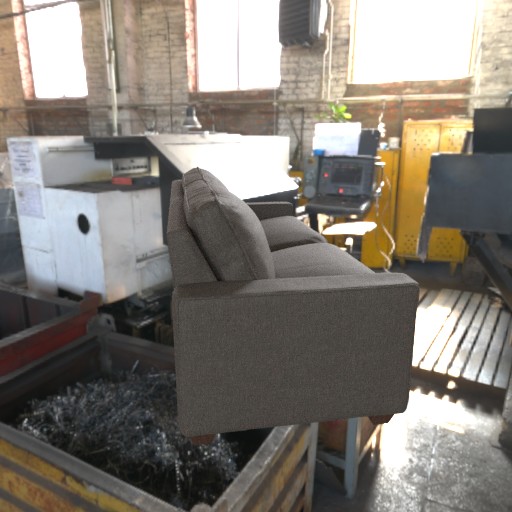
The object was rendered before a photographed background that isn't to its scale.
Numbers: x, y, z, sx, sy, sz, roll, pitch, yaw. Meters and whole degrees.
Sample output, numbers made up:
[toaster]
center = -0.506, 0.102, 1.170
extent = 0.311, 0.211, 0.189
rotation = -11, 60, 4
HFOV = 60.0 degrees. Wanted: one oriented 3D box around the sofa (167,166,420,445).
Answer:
[sofa]
center = 0.000, 0.000, 2.561
extent = 0.940, 0.919, 2.080
rotation = -3, 16, -9
